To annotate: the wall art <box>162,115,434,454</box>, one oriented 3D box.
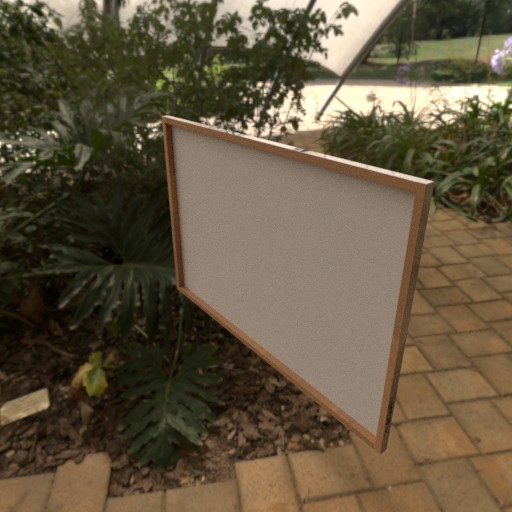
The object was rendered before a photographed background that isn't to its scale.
[{"bbox_3d":[0.000,0.000,1.166,0.023,0.607,0.914,-19,31,-33],"label":"wall art"}]
